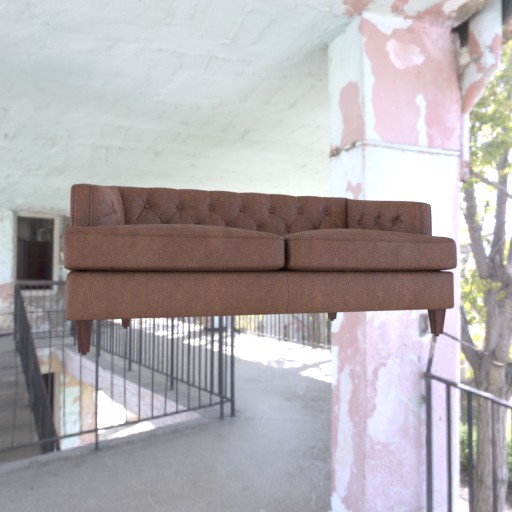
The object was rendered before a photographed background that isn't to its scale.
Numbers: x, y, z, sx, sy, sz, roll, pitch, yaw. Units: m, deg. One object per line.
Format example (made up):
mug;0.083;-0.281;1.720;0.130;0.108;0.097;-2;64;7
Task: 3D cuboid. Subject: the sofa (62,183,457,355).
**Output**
sofa;0.000;0.000;2.286;1.755;0.786;0.914;1;-2;-17
